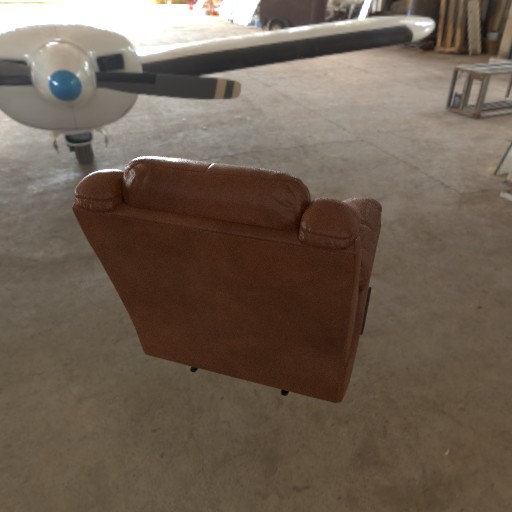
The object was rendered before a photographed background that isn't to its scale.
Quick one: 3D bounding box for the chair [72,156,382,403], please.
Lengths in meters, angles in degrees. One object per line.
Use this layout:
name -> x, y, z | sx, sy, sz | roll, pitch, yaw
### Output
chair -> 0.000, 0.000, 1.911 | 0.990, 1.093, 1.041 | 10, 33, 16
